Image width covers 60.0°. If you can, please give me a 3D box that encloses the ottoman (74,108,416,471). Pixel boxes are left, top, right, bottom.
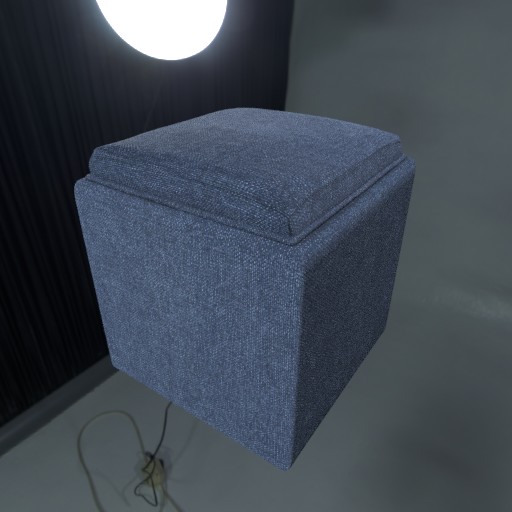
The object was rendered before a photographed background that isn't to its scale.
[{"bbox_3d":[0.000,0.000,0.871,0.436,0.493,0.454,19,36,29],"label":"ottoman"}]
